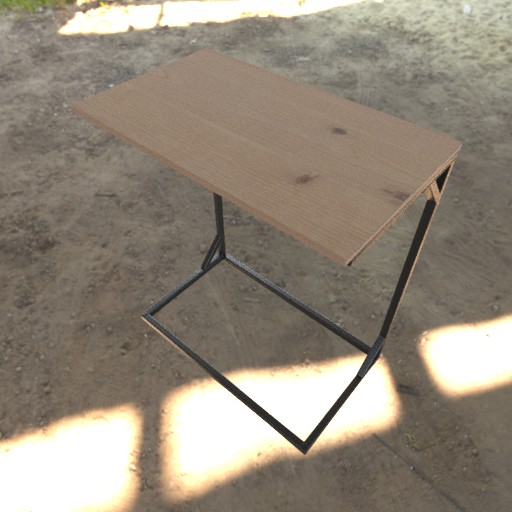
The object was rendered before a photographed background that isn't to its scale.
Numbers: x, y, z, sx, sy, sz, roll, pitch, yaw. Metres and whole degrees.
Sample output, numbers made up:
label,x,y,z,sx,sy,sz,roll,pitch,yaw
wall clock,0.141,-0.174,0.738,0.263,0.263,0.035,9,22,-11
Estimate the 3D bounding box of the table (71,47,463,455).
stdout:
label,x,y,z,sx,sy,sz,roll,pitch,yaw
table,0.000,0.000,1.015,0.597,0.673,0.351,32,54,27
